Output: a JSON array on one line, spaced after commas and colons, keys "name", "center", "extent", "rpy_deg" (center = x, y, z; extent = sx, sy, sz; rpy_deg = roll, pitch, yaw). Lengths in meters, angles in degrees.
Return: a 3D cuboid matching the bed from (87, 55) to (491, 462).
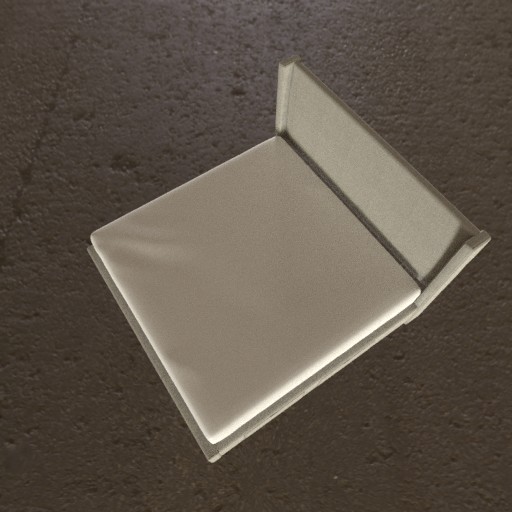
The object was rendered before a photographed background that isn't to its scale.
[{"name": "bed", "center": [0.000, 0.000, 3.641], "extent": [2.280, 1.470, 2.140], "rpy_deg": [-31, 67, -15]}]
